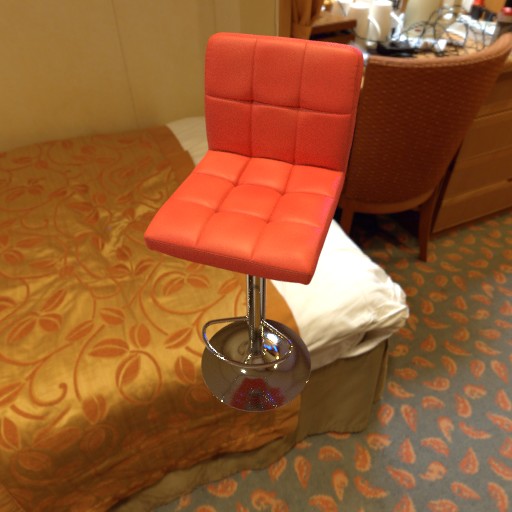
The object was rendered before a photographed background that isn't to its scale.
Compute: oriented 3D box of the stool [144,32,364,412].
[{"bbox_3d":[0.000,0.000,1.346,0.430,1.115,0.505,12,44,13],"label":"stool"}]
